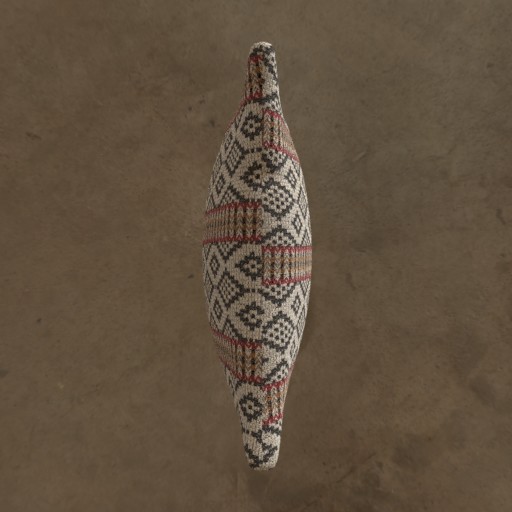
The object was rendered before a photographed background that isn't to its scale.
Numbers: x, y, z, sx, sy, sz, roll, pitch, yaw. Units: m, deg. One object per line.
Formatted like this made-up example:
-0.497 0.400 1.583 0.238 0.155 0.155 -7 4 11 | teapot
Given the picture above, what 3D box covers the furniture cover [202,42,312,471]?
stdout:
0.000 0.000 0.766 0.182 0.506 0.503 0 90 -2 | furniture cover
